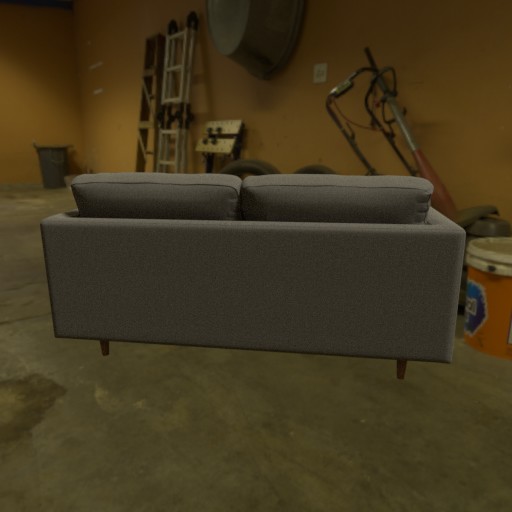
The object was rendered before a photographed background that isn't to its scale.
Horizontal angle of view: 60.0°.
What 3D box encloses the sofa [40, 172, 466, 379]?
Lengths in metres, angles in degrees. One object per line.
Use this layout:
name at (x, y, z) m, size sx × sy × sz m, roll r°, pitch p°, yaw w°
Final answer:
sofa at (0.000, 0.000, 2.231) m, size 1.713 × 0.866 × 0.940 m, roll 2°, pitch 15°, yaw 9°
